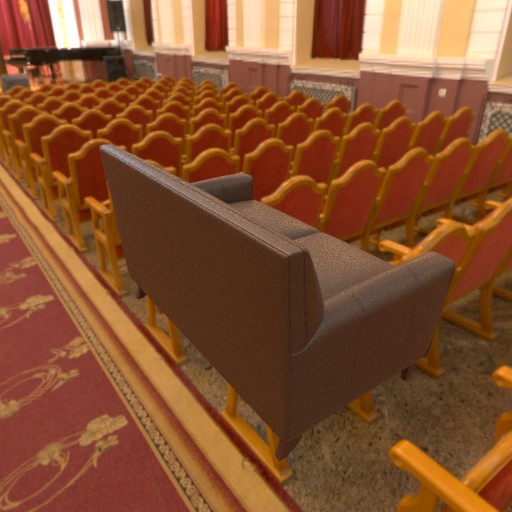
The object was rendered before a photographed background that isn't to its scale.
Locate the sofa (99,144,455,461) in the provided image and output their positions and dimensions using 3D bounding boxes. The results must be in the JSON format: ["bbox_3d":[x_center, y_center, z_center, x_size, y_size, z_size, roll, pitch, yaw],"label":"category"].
[{"bbox_3d":[0.000,0.000,2.039,0.853,0.859,1.468,-18,32,-31],"label":"sofa"}]
